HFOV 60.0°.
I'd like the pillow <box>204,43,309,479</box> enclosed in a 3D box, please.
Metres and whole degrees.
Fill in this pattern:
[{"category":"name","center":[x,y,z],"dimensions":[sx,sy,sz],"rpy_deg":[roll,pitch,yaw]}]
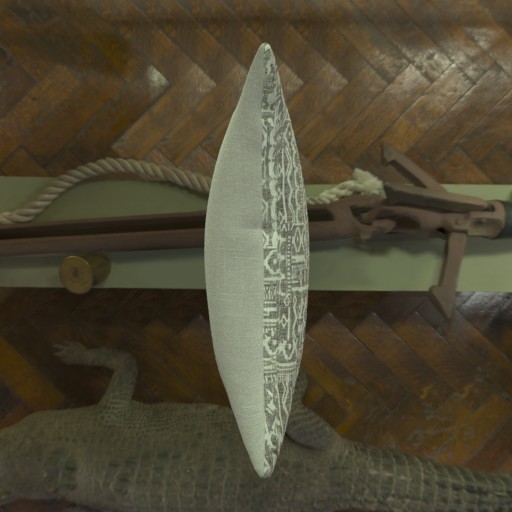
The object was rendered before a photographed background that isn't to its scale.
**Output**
[{"category":"pillow","center":[0.000,0.000,0.778],"dimensions":[0.180,0.487,0.546],"rpy_deg":[0,91,-3]}]
